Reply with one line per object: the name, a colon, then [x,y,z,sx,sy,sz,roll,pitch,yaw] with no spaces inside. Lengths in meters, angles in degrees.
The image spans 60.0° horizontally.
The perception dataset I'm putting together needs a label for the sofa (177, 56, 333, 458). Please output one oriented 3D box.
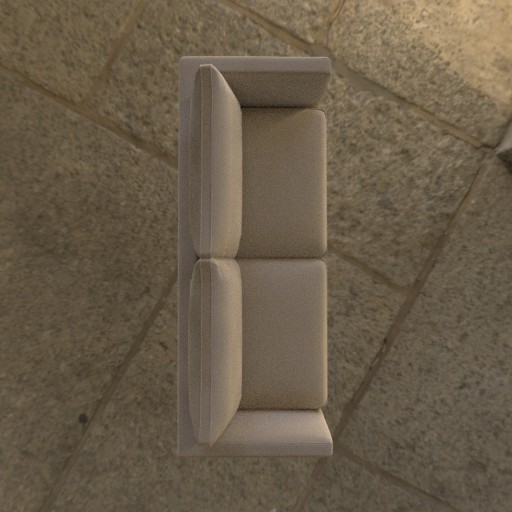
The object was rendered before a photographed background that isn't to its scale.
sofa: [0.000,0.000,2.675,0.868,1.005,2.214,0,89,-1]
